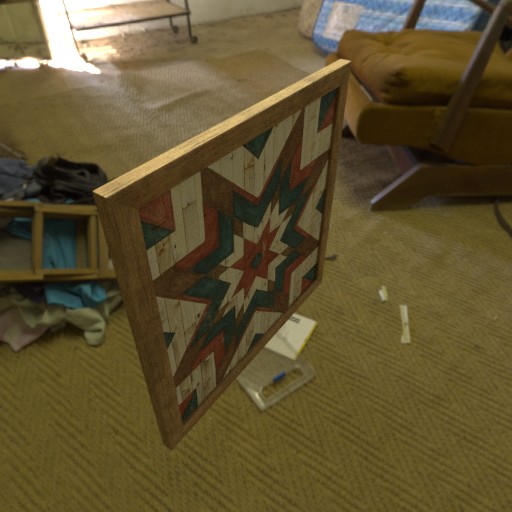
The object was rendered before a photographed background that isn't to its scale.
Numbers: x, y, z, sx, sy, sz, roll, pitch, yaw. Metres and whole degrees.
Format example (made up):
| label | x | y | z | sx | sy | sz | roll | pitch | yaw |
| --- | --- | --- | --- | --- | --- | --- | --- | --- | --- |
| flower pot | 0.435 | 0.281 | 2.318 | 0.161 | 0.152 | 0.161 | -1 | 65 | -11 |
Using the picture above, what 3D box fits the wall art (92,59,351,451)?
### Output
| label | x | y | z | sx | sy | sz | roll | pitch | yaw |
| --- | --- | --- | --- | --- | --- | --- | --- | --- | --- |
| wall art | 0.000 | 0.000 | 1.017 | 0.029 | 0.691 | 0.695 | 25 | 47 | 27 |
